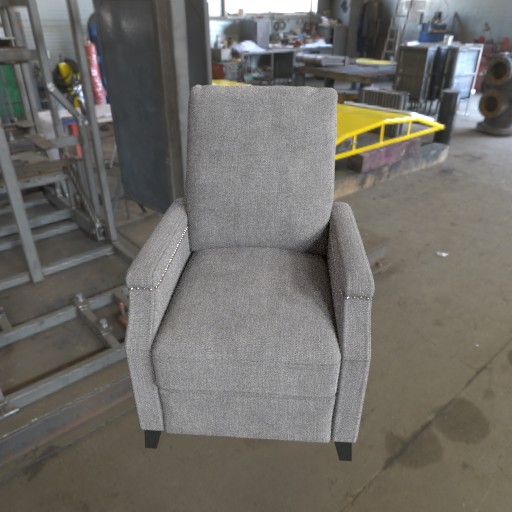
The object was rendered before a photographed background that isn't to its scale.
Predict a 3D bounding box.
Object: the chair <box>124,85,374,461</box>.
[{"bbox_3d":[0.000,0.000,1.573,0.710,1.049,0.922,2,29,4],"label":"chair"}]
